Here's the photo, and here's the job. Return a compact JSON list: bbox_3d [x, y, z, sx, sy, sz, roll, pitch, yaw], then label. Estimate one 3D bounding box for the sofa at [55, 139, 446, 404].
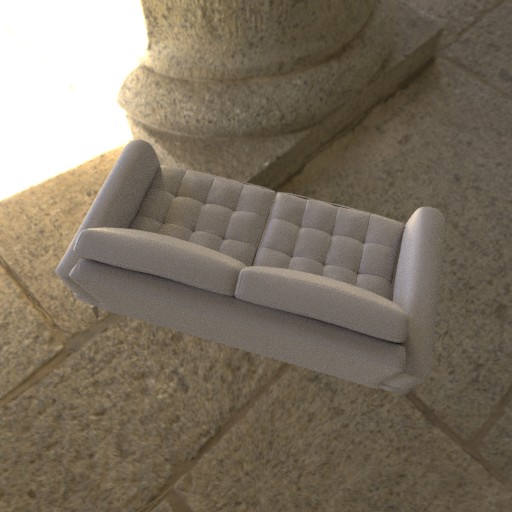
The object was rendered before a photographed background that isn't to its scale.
[{"bbox_3d":[0.000,0.000,2.767,2.177,0.930,1.121,15,64,7],"label":"sofa"}]
